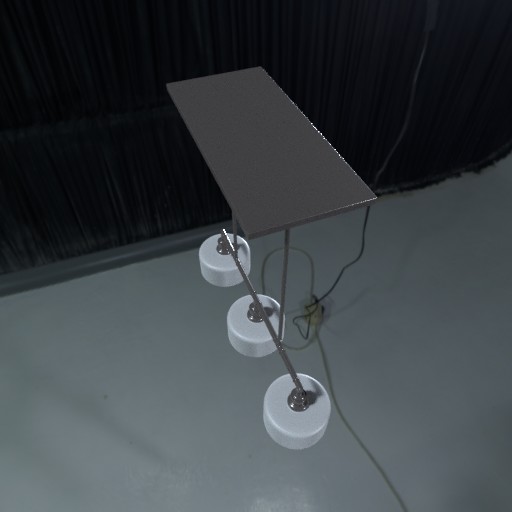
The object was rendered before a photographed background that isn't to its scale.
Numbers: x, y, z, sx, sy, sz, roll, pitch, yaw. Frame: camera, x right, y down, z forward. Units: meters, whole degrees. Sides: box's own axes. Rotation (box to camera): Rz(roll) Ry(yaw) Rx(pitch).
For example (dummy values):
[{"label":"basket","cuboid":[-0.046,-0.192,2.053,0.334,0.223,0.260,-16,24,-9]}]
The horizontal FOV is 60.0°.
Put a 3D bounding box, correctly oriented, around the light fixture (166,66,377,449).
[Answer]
[{"label":"light fixture","cuboid":[0.000,0.000,0.872,0.177,0.557,0.582,-17,50,-14]}]
